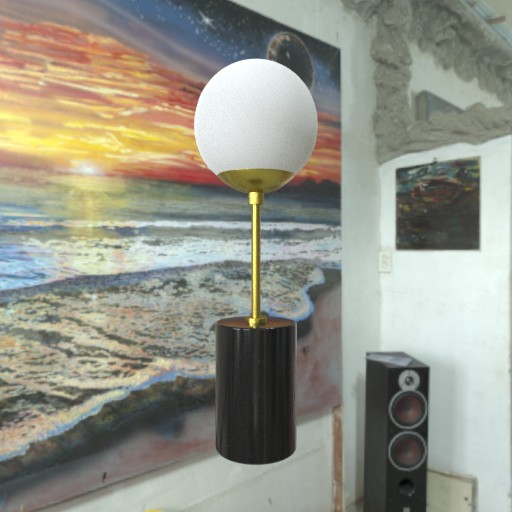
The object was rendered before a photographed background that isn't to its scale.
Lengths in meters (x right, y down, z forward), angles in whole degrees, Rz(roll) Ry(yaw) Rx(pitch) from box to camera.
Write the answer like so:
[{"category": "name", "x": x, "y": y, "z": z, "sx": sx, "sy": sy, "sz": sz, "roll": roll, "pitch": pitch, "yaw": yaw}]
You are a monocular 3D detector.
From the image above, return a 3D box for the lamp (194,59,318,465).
[{"category": "lamp", "x": 0.000, "y": 0.000, "z": 0.558, "sx": 0.153, "sy": 0.480, "sz": 0.153, "roll": 0, "pitch": 1, "yaw": 0}]
